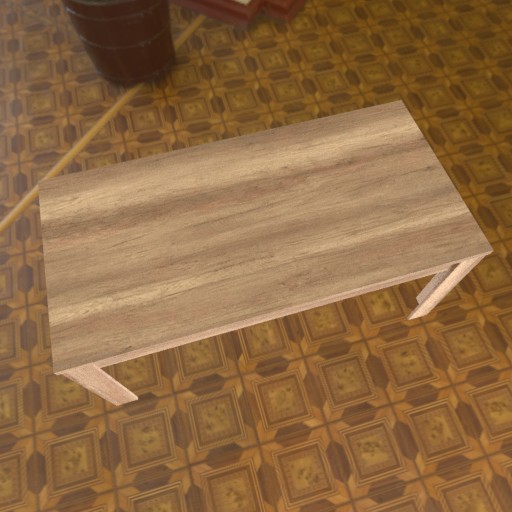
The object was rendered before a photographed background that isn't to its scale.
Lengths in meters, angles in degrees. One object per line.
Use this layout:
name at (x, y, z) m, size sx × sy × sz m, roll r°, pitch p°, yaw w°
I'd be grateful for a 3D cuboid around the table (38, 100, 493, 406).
table at (0.000, 0.000, 2.279) m, size 1.800 × 0.790 × 0.900 m, roll -15°, pitch 64°, yaw -7°
